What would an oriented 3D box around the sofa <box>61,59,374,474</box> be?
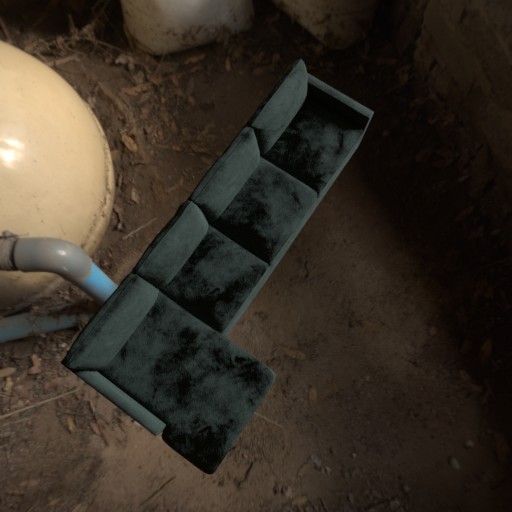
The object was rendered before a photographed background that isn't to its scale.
[{"bbox_3d":[0.000,0.000,3.974,1.500,0.967,3.400,34,78,8],"label":"sofa"}]
